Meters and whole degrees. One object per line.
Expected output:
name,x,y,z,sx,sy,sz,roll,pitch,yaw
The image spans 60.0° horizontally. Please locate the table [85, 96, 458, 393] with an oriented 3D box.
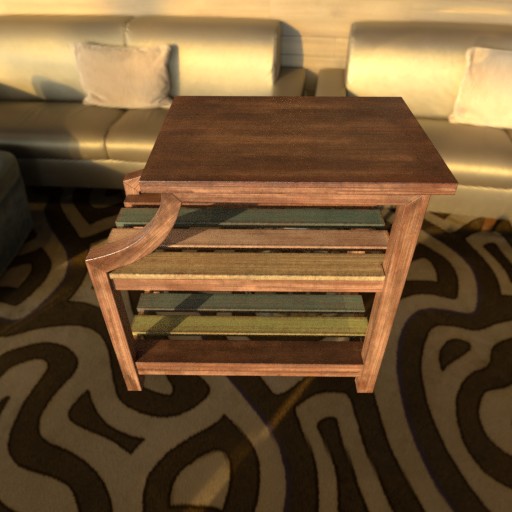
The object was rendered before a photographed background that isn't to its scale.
table,0.000,0.000,0.986,0.609,0.584,0.356,0,40,1
